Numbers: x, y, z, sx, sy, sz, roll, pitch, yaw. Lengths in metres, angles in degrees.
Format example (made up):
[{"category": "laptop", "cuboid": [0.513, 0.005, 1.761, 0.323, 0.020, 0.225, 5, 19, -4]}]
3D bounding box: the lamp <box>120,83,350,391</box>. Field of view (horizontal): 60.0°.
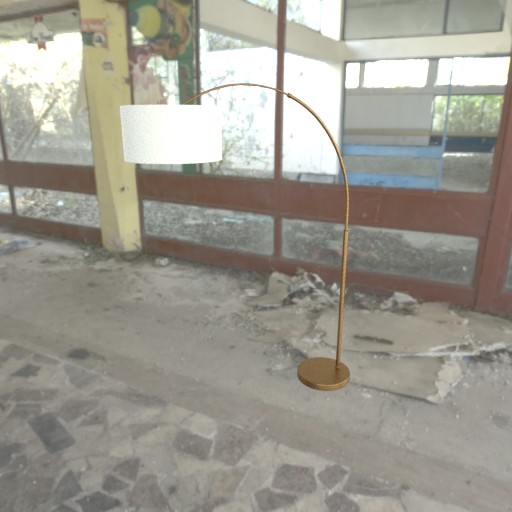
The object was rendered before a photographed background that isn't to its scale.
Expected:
[{"category": "lamp", "cuboid": [0.000, 0.000, 2.652, 1.434, 1.927, 0.493, -8, 19, -25]}]
